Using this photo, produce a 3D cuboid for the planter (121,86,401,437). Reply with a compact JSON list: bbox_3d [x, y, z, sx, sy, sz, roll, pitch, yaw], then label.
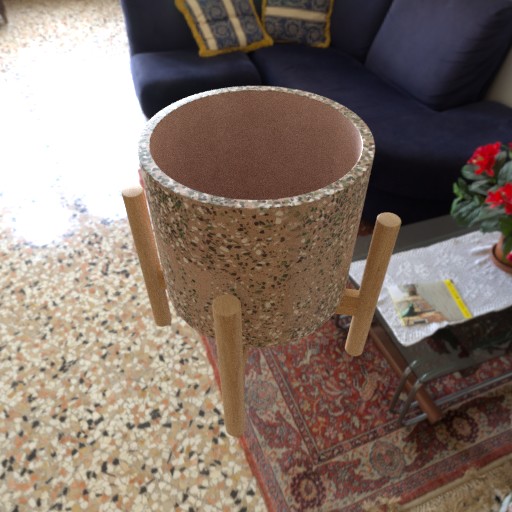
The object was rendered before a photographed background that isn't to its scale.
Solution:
[{"bbox_3d":[0.000,0.000,0.533,0.284,0.320,0.284,24,50,23],"label":"planter"}]
